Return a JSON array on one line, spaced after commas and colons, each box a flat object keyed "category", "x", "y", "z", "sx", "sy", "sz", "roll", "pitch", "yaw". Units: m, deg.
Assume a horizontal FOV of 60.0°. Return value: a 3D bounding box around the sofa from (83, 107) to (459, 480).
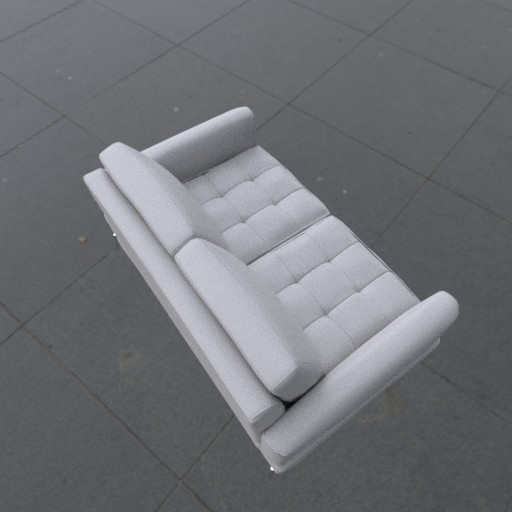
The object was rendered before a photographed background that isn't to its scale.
[{"category": "sofa", "x": 0.000, "y": 0.000, "z": 2.367, "sx": 1.121, "sy": 0.930, "sz": 1.819, "roll": -31, "pitch": 62, "yaw": -19}]
